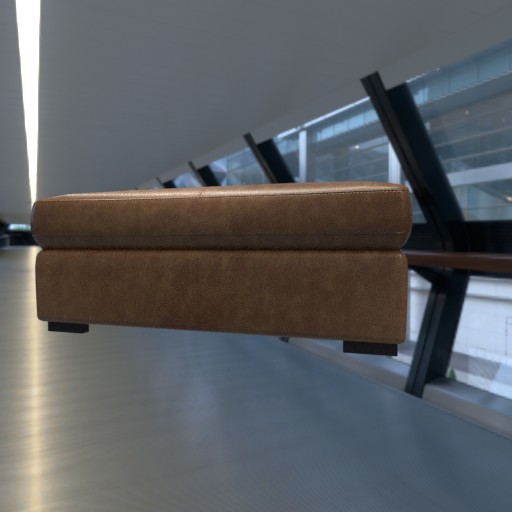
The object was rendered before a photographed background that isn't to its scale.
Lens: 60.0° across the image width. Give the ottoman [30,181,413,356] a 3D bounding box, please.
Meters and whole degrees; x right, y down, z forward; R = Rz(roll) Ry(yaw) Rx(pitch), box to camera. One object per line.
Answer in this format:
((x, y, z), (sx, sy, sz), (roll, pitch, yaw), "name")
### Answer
((0.000, 0.000, 1.801), (1.169, 0.483, 1.168), (0, 1, 18), "ottoman")
